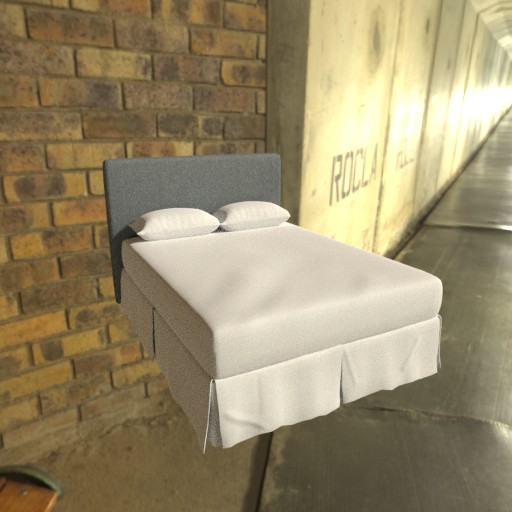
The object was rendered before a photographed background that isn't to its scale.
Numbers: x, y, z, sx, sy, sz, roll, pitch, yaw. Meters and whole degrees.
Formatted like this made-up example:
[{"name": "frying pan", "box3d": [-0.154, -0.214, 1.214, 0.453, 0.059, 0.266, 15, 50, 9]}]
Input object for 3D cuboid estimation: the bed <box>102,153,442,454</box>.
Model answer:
[{"name": "bed", "box3d": [0.000, 0.000, 3.268, 1.723, 1.330, 2.142, -9, 19, -27]}]
